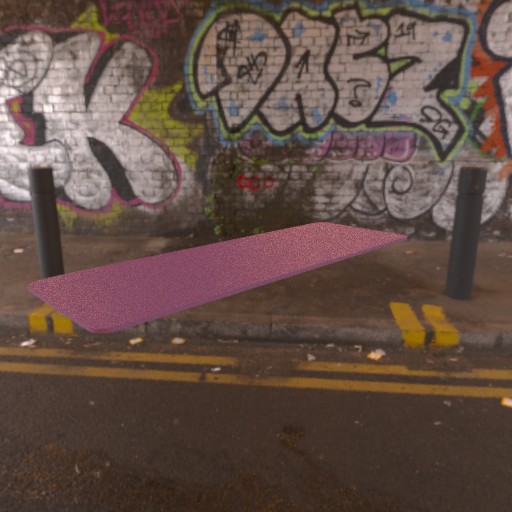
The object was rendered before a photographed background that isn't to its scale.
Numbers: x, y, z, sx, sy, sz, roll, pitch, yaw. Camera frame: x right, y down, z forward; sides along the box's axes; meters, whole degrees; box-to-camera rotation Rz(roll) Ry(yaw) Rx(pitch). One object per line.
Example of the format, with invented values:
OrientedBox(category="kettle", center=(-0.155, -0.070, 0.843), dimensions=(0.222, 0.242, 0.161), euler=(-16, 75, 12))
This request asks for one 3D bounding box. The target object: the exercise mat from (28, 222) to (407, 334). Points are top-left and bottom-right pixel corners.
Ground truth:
OrientedBox(category="exercise mat", center=(0.000, 0.000, 2.101), dimensions=(1.869, 0.021, 0.616), euler=(-14, 20, -42))
